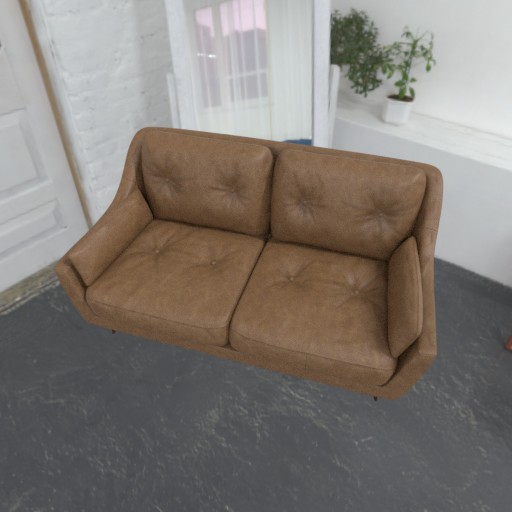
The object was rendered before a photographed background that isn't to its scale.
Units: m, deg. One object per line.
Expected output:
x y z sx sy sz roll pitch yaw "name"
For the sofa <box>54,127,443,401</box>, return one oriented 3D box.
0.000 0.000 2.278 1.731 0.886 0.981 11 42 13 "sofa"
